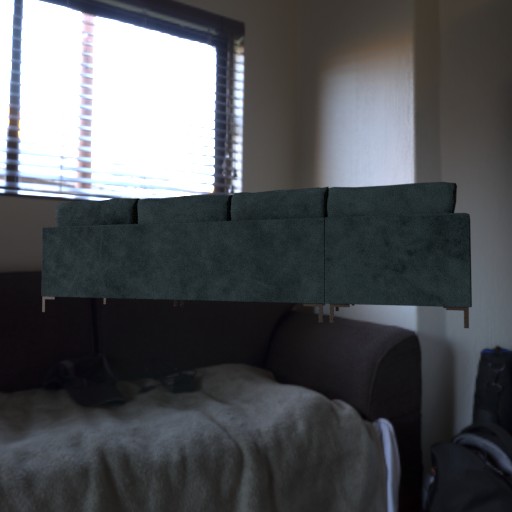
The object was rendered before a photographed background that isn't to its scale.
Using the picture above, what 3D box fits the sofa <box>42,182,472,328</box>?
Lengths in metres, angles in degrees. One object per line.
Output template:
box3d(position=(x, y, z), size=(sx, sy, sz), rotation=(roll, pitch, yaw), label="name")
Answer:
box3d(position=(0.000, 0.000, 4.000), size=(3.400, 0.967, 1.500), rotation=(0, -1, 18), label="sofa")
